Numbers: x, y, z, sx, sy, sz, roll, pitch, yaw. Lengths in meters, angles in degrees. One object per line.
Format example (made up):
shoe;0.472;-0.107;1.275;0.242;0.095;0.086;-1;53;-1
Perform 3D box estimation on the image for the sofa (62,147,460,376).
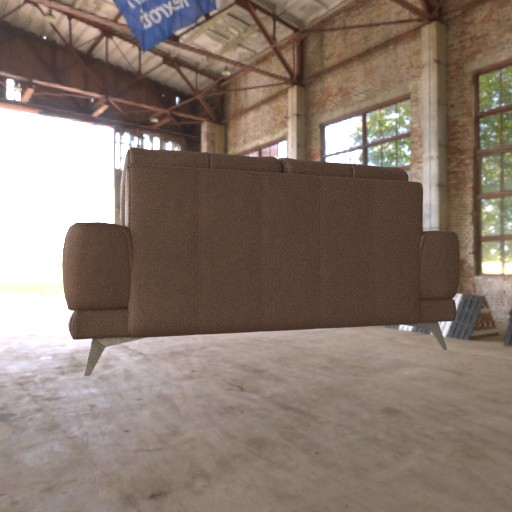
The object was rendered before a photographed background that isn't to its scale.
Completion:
sofa;0.000;0.000;2.337;1.806;0.907;1.018;0;-1;-18
